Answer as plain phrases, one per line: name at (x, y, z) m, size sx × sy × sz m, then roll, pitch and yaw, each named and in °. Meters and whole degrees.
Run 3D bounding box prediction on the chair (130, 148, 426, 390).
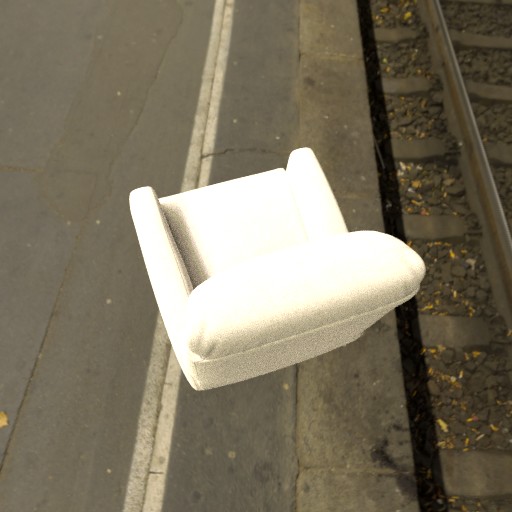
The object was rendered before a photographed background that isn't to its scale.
chair at (0.000, 0.000, 1.632) m, size 0.812 × 1.015 × 0.941 m, roll -16°, pitch 60°, yaw -10°
